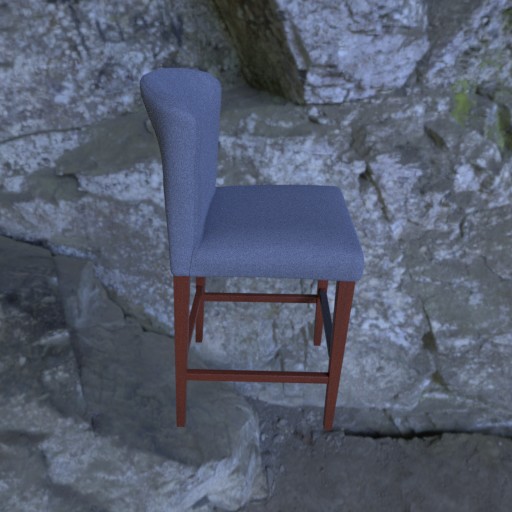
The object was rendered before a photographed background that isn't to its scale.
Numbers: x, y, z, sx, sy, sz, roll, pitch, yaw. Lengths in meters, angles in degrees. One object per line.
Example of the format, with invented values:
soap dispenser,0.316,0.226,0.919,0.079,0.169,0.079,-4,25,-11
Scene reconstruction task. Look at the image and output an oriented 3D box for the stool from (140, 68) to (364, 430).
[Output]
stool,0.000,0.000,1.380,0.568,1.069,0.481,1,31,2
